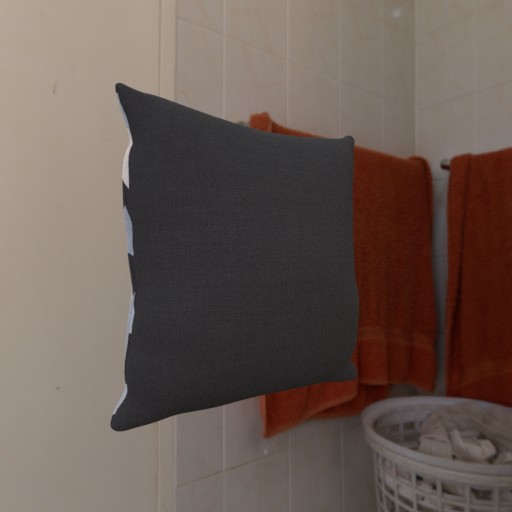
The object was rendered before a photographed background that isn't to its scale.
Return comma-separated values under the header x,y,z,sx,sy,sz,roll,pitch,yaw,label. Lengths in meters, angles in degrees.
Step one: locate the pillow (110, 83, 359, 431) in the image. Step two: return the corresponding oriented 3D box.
x,y,z,sx,sy,sz,roll,pitch,yaw,label
0.000,0.000,0.769,0.503,0.496,0.208,1,-2,-36,pillow
